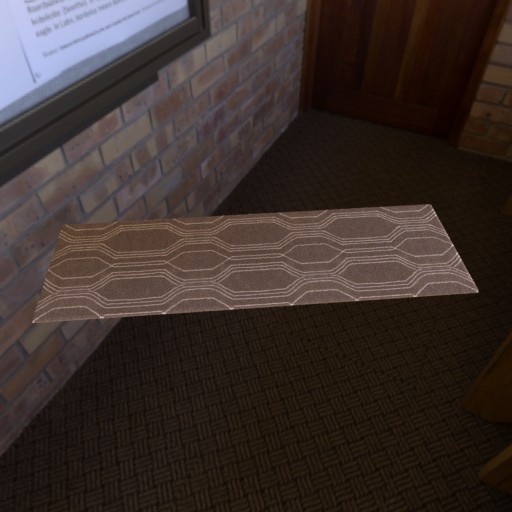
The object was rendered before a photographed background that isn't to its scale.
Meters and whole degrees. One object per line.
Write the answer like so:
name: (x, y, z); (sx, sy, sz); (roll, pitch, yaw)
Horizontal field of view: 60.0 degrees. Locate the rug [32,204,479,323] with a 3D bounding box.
rug: (0.000, 0.000, 2.696); (2.464, 0.012, 0.773); (-4, 46, -3)
